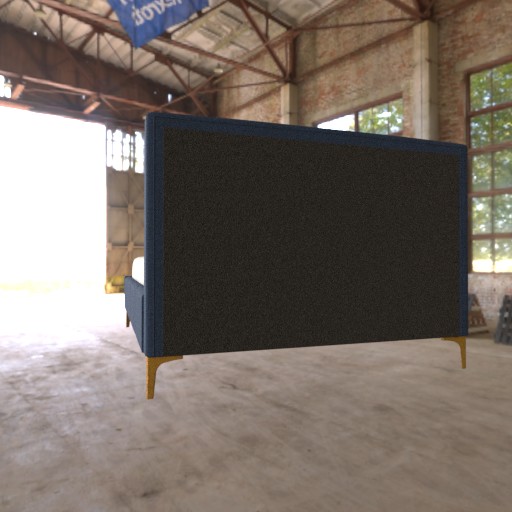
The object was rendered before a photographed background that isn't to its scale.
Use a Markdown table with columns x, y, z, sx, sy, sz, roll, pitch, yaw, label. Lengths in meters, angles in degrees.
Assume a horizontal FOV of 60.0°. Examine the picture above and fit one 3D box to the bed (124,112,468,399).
| x | y | z | sx | sy | sz | roll | pitch | yaw | label |
| --- | --- | --- | --- | --- | --- | --- | --- | --- | --- |
| 0.000 | 0.000 | 3.146 | 1.723 | 1.231 | 2.172 | 0 | -1 | -19 | bed |
